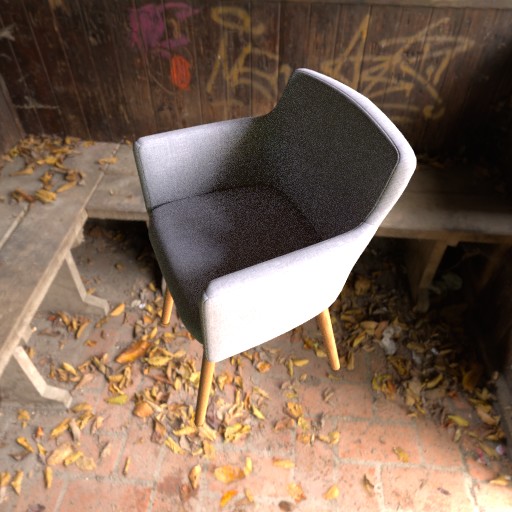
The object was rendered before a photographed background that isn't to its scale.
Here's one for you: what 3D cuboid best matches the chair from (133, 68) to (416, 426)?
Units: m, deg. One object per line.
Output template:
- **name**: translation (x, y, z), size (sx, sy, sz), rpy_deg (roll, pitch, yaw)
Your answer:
- **chair**: translation (0.000, 0.000, 1.168), size (0.540, 0.780, 0.570), rpy_deg (-17, 48, -16)
